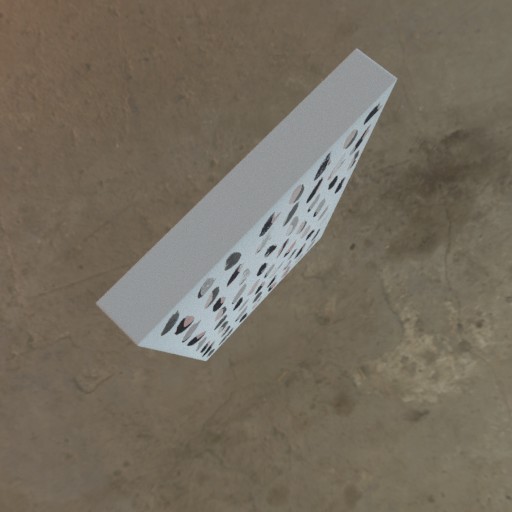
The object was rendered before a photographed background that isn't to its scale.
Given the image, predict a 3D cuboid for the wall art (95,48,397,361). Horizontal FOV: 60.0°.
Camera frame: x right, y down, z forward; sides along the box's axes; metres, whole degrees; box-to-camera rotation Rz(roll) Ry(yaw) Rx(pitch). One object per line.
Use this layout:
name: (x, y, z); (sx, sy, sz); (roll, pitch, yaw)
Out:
wall art: (0.000, 0.000, 0.477); (0.039, 0.381, 0.252); (42, 79, 10)
